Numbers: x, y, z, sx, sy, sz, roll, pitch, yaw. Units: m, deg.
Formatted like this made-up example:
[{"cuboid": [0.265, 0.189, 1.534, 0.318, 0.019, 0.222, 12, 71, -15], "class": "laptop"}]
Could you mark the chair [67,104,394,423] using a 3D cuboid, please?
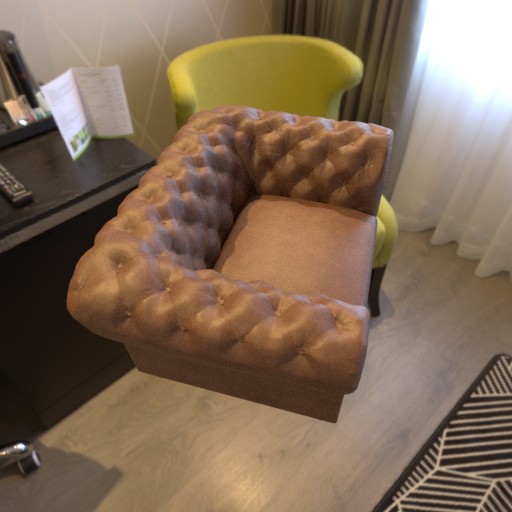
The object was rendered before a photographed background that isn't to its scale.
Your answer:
[{"cuboid": [0.000, 0.000, 1.870, 0.954, 0.784, 1.298, 11, 47, 11], "class": "chair"}]
